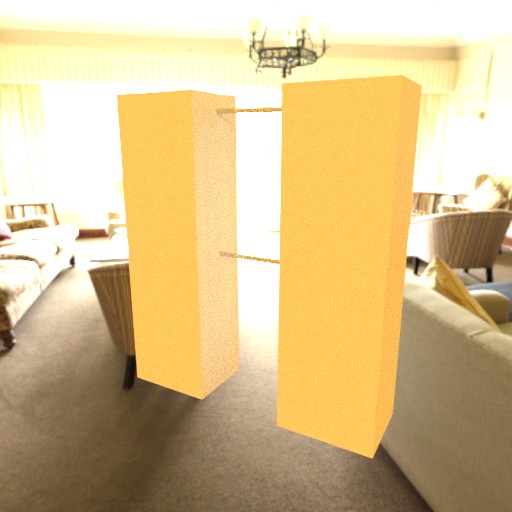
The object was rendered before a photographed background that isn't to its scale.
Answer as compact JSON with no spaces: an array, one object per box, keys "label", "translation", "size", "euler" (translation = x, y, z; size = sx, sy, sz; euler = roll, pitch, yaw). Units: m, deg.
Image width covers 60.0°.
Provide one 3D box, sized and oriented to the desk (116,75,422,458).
[{"label":"desk","translation":[0.000,0.000,2.847],"size":[1.770,2.000,0.480],"euler":[8,17,29]}]
